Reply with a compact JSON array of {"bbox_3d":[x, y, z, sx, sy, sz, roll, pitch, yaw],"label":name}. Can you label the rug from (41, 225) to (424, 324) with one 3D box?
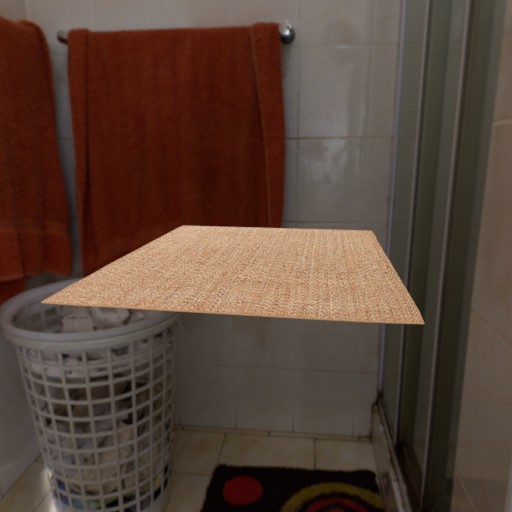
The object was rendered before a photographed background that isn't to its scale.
[{"bbox_3d":[0.000,0.000,4.162,2.439,0.013,3.048,2,14,8],"label":"rug"}]
